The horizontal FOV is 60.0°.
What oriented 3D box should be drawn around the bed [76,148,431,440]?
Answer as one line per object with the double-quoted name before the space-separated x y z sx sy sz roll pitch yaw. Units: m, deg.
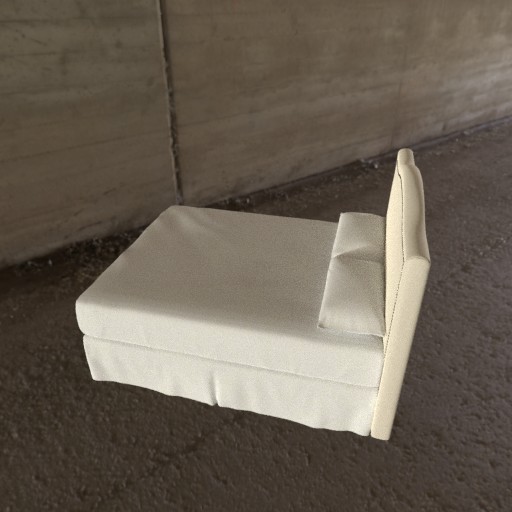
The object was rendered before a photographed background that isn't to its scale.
"bed" 0.000 0.000 3.324 2.143 1.460 1.753 7 32 12
